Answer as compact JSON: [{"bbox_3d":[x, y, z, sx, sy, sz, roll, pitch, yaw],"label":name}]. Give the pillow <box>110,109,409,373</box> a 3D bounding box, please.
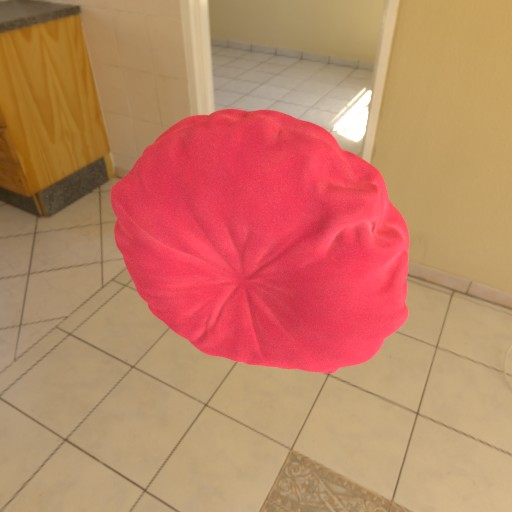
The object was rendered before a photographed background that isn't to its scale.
[{"bbox_3d":[0.000,0.000,0.625,0.428,0.407,0.148,12,42,14],"label":"pillow"}]
